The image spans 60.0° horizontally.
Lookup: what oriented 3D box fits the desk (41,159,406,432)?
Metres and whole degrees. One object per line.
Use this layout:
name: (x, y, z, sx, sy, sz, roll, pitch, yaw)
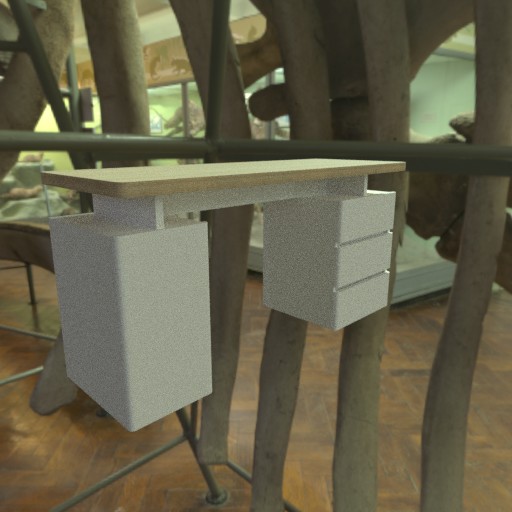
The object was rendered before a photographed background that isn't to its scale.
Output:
desk: (0.000, 0.000, 1.893, 1.500, 0.755, 0.550, -14, 20, -43)
